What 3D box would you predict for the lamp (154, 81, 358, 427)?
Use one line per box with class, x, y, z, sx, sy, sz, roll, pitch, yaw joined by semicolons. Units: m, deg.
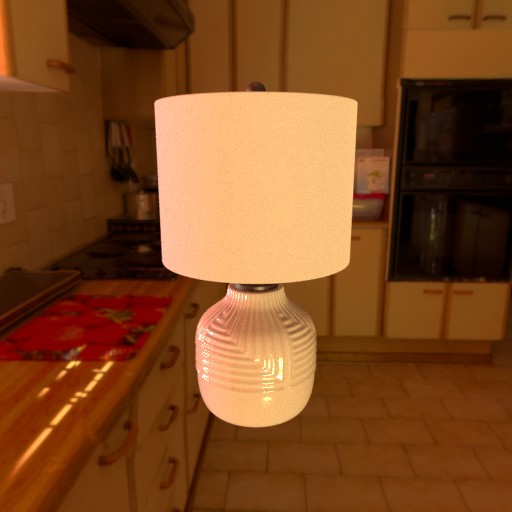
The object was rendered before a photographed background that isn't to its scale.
lamp;0.000;0.000;0.767;0.318;0.567;0.318;0;13;0
